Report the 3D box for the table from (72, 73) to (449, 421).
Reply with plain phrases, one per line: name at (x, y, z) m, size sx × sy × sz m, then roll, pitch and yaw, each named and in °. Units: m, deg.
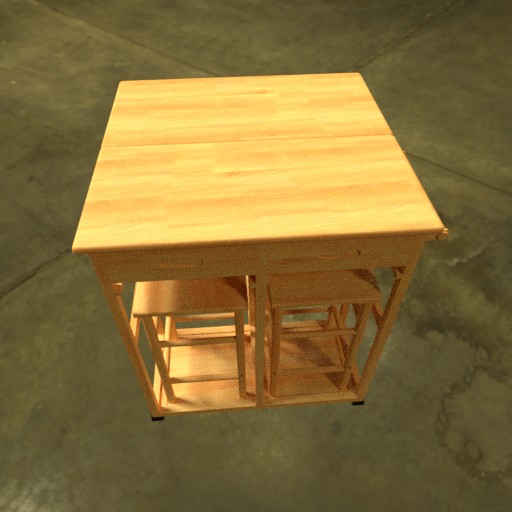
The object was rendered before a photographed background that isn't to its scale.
table at (0.000, 0.000, 1.386) m, size 0.752 × 0.832 × 0.693 m, roll -3°, pitch 47°, yaw -3°
